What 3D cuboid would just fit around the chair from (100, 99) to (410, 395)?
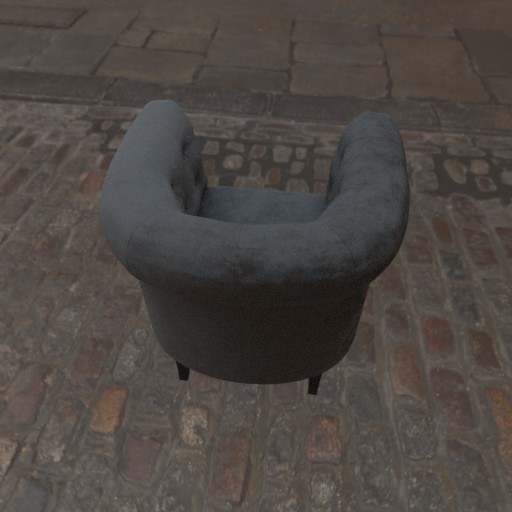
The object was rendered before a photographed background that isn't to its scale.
[{"bbox_3d":[0.000,0.000,1.545,0.904,0.826,0.851,5,46,5],"label":"chair"}]
